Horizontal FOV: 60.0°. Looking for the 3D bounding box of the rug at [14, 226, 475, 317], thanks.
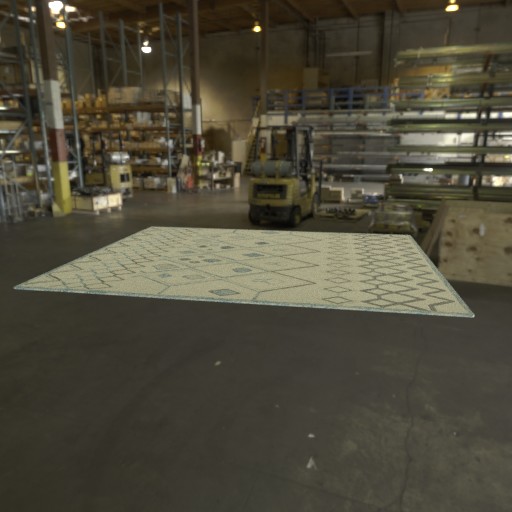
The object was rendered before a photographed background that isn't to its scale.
[{"bbox_3d":[0.000,0.000,4.032,3.056,0.013,2.441,2,14,10],"label":"rug"}]
